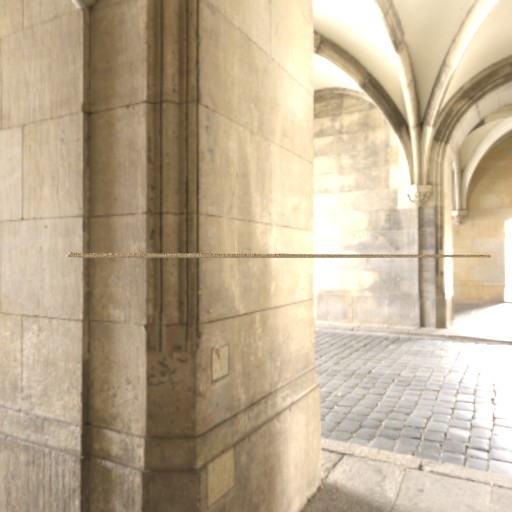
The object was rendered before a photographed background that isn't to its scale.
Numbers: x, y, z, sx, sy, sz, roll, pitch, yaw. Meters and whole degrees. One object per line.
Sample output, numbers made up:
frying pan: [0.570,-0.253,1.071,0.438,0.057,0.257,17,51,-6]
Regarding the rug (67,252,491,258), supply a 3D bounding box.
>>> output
rug: [0.000,0.000,4.101,3.052,0.030,2.429,0,0,-19]
